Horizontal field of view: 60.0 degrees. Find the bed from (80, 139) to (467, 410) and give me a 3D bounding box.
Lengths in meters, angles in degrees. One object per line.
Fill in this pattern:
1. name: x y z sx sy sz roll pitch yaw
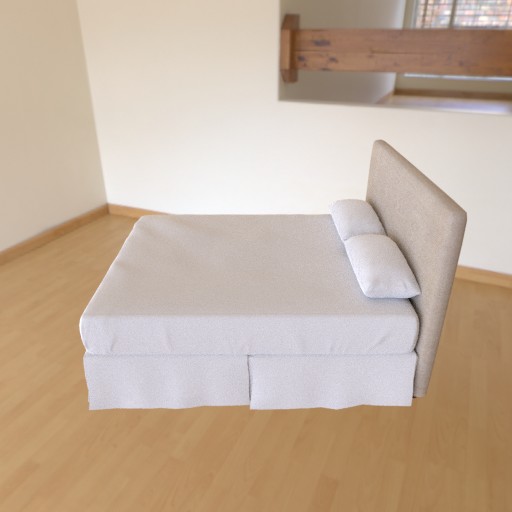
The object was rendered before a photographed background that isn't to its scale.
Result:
1. bed: 0.000 0.000 3.219 2.162 1.330 1.713 0 27 0
